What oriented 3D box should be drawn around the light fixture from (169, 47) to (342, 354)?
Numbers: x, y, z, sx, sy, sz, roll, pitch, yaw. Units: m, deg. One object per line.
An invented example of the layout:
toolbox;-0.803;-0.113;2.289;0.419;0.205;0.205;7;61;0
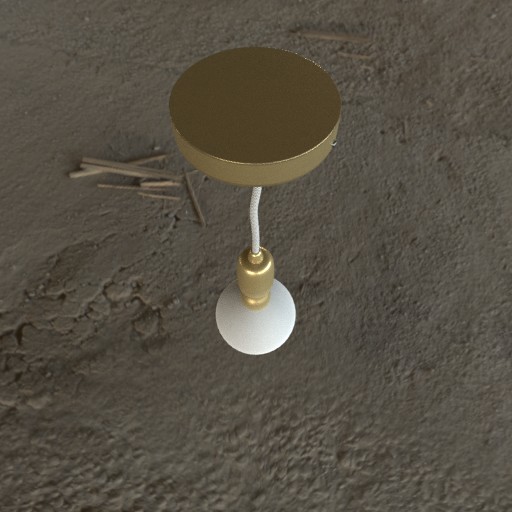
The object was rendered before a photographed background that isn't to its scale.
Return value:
light fixture;0.000;0.000;0.588;0.147;0.510;0.146;14;60;8
